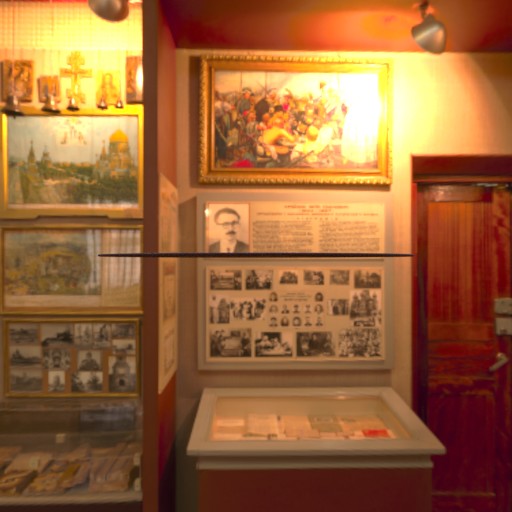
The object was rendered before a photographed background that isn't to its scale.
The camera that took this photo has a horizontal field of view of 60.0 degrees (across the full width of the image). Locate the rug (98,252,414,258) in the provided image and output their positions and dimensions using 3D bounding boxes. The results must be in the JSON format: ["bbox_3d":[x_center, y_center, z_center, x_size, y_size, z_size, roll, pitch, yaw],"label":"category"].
[{"bbox_3d":[0.000,0.000,2.366,1.591,0.010,1.591,0,-1,0],"label":"rug"}]
